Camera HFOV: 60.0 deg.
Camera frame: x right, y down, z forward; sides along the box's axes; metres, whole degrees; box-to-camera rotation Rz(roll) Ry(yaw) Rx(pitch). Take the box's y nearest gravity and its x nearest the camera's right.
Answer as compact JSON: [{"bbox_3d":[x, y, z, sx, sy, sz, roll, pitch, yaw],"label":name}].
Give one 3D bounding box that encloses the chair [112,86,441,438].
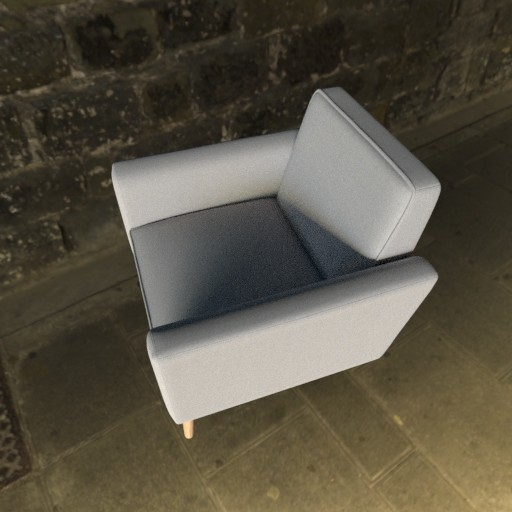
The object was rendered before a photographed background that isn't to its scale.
[{"bbox_3d":[0.000,0.000,1.405,0.750,0.780,0.780,-14,48,-13],"label":"chair"}]
